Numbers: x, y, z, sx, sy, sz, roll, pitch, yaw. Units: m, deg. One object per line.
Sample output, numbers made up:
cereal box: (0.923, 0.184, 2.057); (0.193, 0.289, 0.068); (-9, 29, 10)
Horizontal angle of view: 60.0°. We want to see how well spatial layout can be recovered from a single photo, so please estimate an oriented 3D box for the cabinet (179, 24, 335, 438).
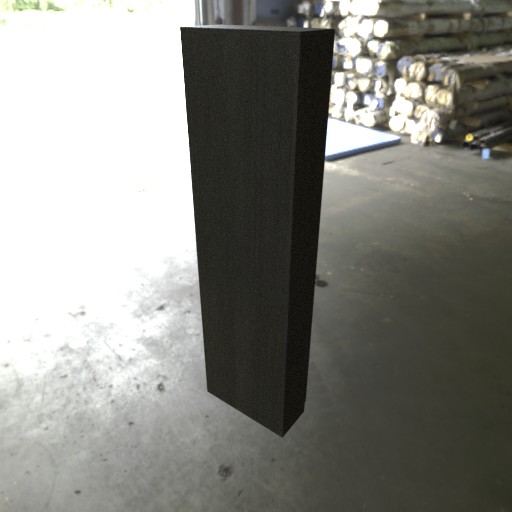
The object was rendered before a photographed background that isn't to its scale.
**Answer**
cabinet: (0.000, 0.000, 1.952); (0.500, 1.790, 0.230); (20, 36, 31)
